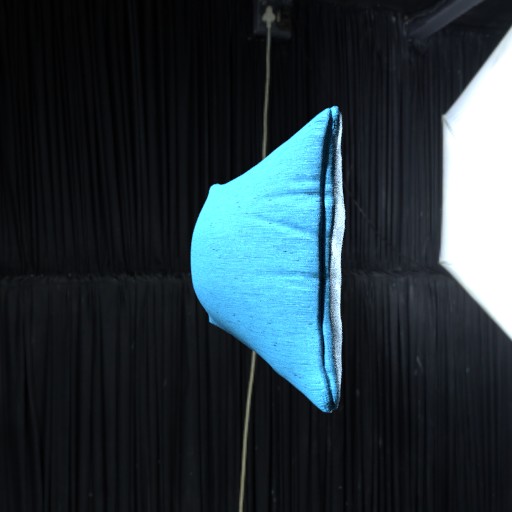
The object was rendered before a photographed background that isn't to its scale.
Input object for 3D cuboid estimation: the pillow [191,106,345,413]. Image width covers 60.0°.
[{"bbox_3d":[0.000,0.000,0.786,0.210,0.338,0.633,0,1,-17],"label":"pillow"}]
